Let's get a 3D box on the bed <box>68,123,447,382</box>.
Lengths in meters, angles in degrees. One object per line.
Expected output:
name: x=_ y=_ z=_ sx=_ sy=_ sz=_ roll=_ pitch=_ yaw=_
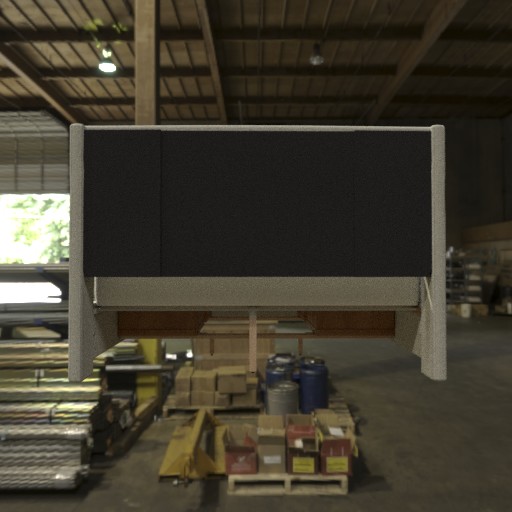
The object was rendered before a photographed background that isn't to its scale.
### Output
bed: x=0.000 y=0.000 z=3.641 sx=2.140 sy=1.470 sz=2.280 roll=0 pitch=-1 yaw=-1
